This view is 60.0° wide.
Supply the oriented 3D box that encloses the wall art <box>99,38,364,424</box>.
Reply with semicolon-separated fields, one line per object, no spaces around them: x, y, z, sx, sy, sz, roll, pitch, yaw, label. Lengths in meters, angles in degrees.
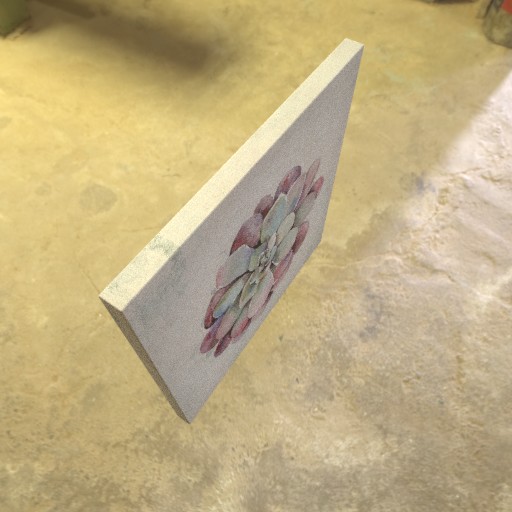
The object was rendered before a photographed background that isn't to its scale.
0.000;0.000;0.891;0.044;0.605;0.605;30;63;17;wall art
